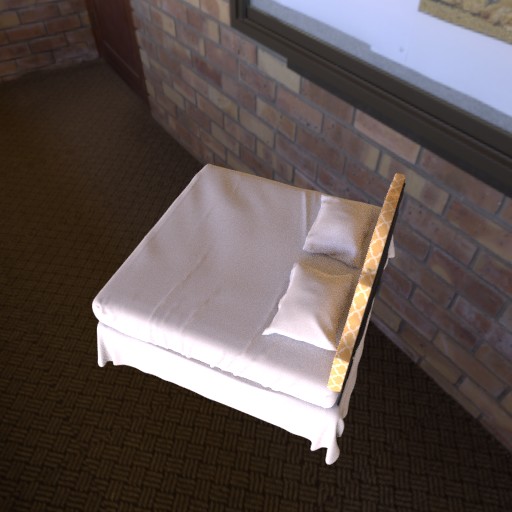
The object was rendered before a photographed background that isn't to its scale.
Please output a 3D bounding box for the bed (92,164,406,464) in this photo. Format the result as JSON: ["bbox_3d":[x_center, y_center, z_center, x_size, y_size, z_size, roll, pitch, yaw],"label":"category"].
[{"bbox_3d":[0.000,0.000,3.755,2.222,1.601,2.314,17,49,15],"label":"bed"}]
